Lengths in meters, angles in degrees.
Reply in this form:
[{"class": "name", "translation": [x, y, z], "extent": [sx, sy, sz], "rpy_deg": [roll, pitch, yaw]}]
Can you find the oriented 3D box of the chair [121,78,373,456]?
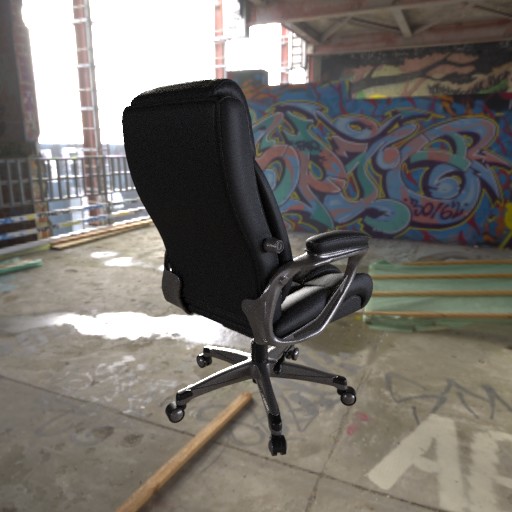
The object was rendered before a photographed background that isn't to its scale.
[{"class": "chair", "translation": [0.000, 0.000, 1.661], "extent": [0.741, 1.167, 0.784], "rpy_deg": [13, 19, 43]}]
